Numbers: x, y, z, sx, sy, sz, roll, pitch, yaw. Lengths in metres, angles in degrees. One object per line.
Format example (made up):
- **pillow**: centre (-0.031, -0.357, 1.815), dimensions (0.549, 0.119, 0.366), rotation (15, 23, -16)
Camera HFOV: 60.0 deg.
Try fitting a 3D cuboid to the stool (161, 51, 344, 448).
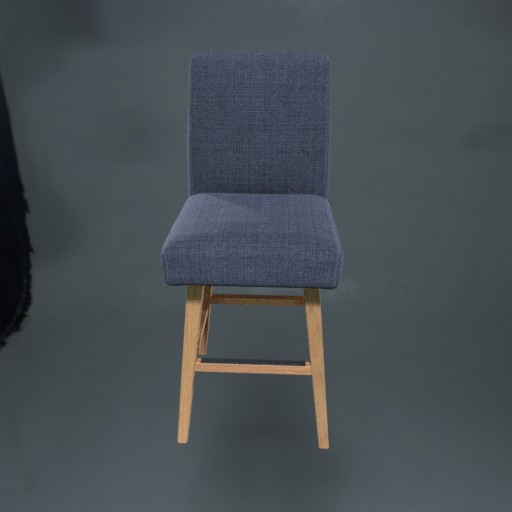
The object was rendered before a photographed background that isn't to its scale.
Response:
- **stool**: centre (0.000, 0.000, 1.361), dimensions (0.483, 1.112, 0.570), rotation (1, 29, 2)
